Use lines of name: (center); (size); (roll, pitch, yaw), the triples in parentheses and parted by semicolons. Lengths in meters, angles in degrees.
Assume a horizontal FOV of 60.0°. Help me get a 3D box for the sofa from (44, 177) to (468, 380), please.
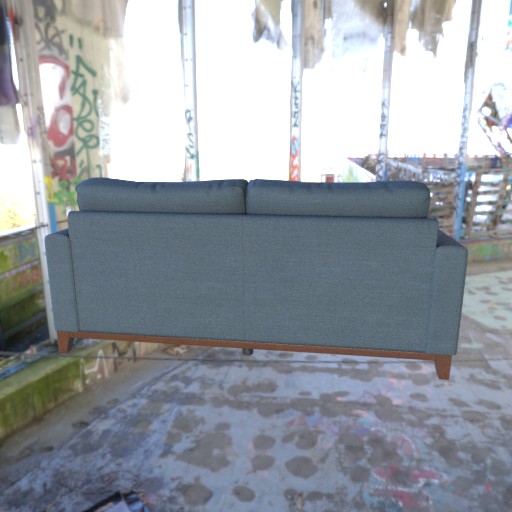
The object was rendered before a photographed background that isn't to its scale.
sofa: (0.000, 0.000, 2.408); (1.900, 0.865, 0.877); (2, 14, 8)
